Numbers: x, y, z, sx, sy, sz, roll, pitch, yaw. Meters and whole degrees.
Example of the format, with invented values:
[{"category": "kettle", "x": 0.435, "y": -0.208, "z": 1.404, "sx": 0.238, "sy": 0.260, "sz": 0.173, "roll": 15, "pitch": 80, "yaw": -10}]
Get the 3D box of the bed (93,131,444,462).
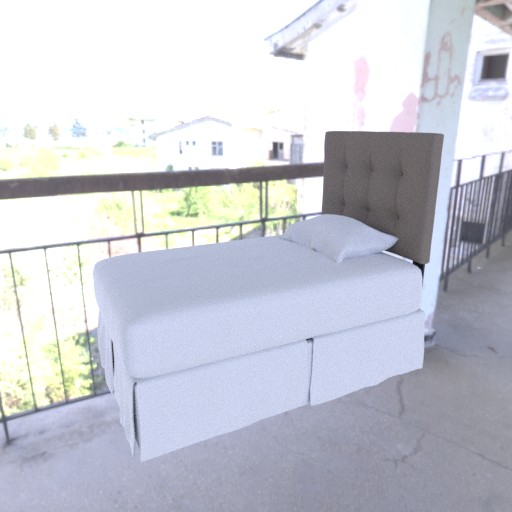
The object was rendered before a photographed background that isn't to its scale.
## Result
[{"category": "bed", "x": 0.000, "y": 0.000, "z": 2.928, "sx": 1.997, "sy": 1.571, "sz": 1.261, "roll": -8, "pitch": 18, "yaw": -26}]
